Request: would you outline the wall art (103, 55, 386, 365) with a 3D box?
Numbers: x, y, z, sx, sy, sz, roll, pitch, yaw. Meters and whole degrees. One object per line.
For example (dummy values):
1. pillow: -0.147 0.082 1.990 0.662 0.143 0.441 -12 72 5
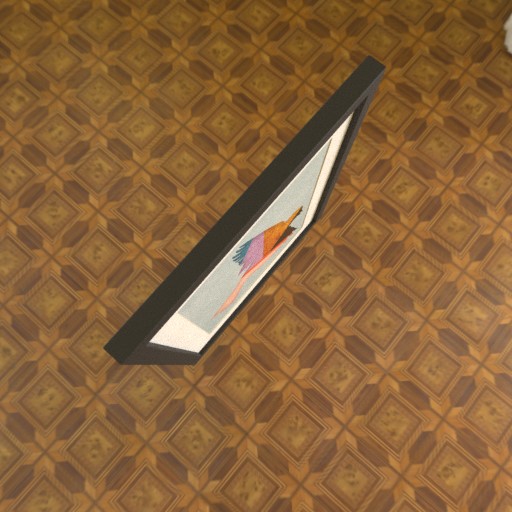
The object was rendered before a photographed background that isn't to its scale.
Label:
1. wall art: 0.000 0.000 0.764 0.028 0.558 0.457 39 79 9
